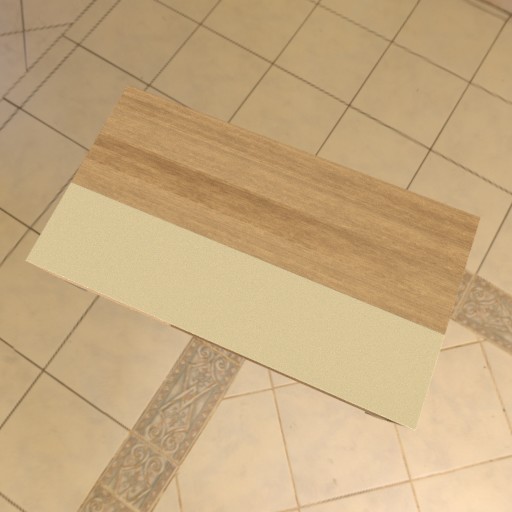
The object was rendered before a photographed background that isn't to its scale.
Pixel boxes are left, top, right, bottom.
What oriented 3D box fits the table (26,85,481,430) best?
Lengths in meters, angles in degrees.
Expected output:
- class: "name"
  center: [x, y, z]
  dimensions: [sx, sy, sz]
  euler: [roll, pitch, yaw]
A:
- class: "table"
  center: [0.000, 0.000, 1.381]
  dimensions: [1.100, 0.350, 0.600]
  euler: [22, 75, 6]
